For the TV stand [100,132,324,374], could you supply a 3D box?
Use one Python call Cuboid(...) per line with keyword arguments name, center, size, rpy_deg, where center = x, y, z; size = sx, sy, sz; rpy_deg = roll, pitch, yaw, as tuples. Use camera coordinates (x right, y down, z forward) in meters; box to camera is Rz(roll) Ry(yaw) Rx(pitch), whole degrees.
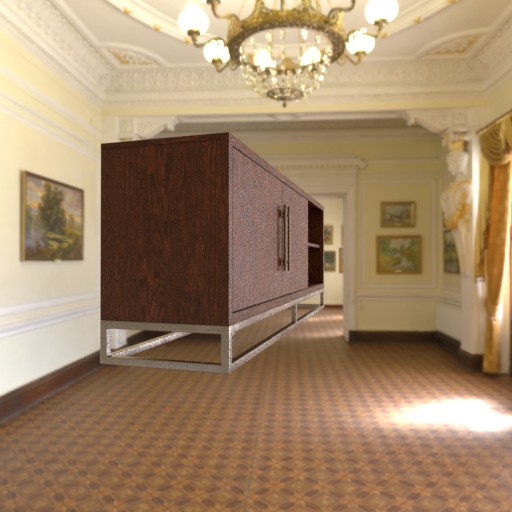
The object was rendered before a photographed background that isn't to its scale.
Cuboid(name="TV stand", center=(0.000, 0.000, 1.842), size=(0.382, 0.578, 1.541), rpy_deg=(0, -1, 17))
